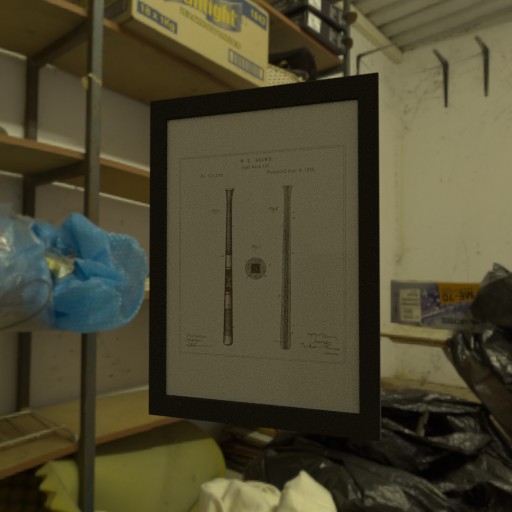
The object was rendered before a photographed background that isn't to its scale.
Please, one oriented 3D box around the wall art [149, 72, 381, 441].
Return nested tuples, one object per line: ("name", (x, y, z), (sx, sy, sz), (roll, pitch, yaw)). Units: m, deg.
("wall art", (0.000, 0.000, 0.695), (0.374, 0.529, 0.012), (0, -1, 17))
